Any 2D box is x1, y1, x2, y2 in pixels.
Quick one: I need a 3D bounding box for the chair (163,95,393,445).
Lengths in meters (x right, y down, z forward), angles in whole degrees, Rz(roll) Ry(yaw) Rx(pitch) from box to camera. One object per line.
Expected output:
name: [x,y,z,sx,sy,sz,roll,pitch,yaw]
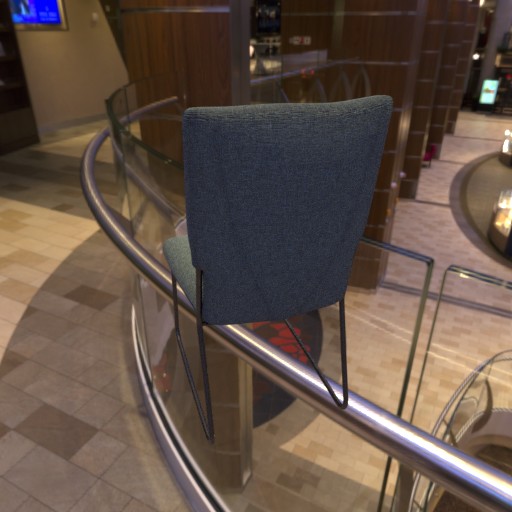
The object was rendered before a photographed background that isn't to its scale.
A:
chair: [0.000,0.000,1.287,0.480,0.931,0.635,-9,28,-16]
